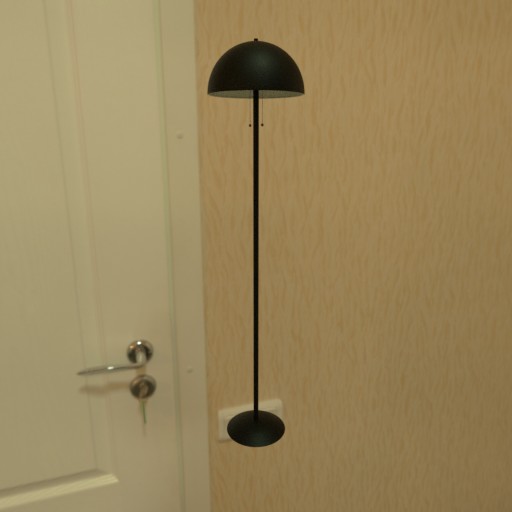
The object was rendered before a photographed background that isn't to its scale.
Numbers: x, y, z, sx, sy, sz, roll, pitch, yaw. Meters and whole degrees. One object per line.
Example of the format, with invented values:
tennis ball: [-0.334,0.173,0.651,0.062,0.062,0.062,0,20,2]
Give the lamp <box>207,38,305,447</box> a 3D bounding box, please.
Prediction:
lamp: [0.000,0.000,1.651,0.328,1.480,0.328,14,20,41]
